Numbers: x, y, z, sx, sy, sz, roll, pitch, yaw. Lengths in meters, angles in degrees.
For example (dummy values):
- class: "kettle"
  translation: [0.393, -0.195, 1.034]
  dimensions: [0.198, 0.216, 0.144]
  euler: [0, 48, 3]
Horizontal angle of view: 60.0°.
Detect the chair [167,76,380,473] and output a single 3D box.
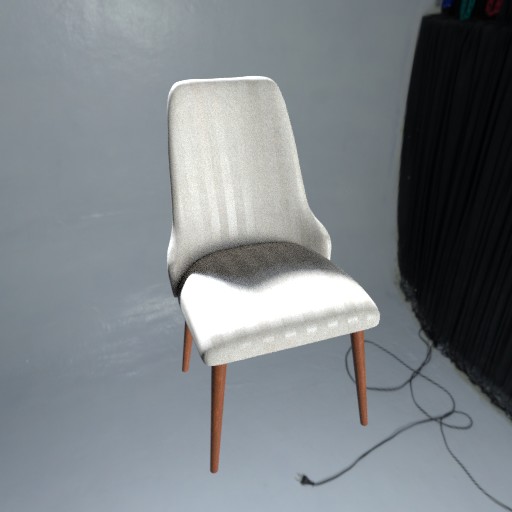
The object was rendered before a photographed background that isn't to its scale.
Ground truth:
- class: "chair"
  translation: [0.000, 0.000, 1.336]
  dimensions: [0.526, 0.917, 0.684]
  euler: [-10, 32, -16]
